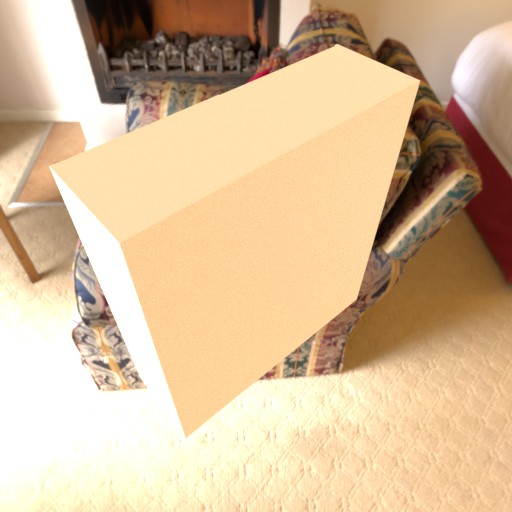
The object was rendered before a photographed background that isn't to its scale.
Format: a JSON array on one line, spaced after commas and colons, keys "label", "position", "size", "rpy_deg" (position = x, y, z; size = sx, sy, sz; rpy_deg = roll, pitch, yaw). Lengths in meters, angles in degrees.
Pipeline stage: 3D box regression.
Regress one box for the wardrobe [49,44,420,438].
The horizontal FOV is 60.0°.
[{"label": "wardrobe", "position": [0.000, 0.000, 2.907], "size": [1.830, 2.020, 0.600], "rpy_deg": [-33, 56, -26]}]
